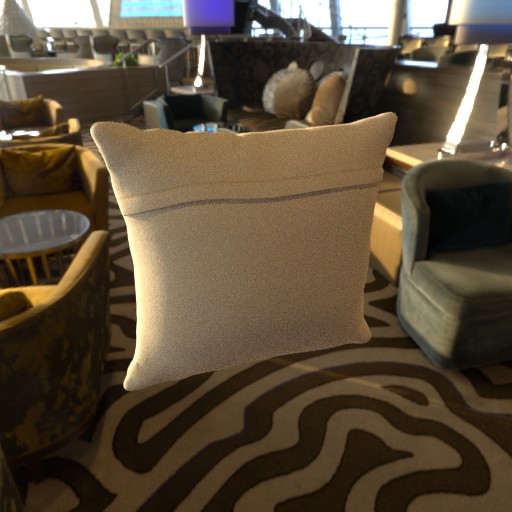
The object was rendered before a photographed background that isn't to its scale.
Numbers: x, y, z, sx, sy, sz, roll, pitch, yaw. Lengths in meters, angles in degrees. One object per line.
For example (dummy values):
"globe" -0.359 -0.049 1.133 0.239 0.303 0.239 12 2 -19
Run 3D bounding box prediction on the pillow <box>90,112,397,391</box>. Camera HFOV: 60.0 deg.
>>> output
"pillow" 0.000 0.000 0.817 0.536 0.506 0.229 -8 28 -15
